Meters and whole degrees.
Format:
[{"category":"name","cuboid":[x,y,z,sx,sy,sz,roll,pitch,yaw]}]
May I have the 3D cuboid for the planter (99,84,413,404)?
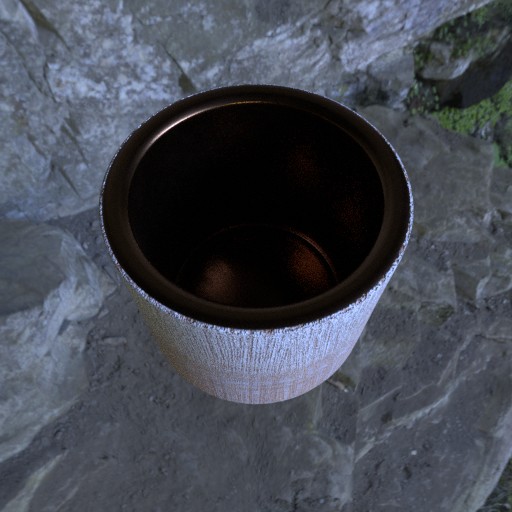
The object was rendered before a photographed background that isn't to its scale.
[{"category":"planter","cuboid":[0.000,0.000,0.193,0.109,0.096,0.109,0,60,0]}]
